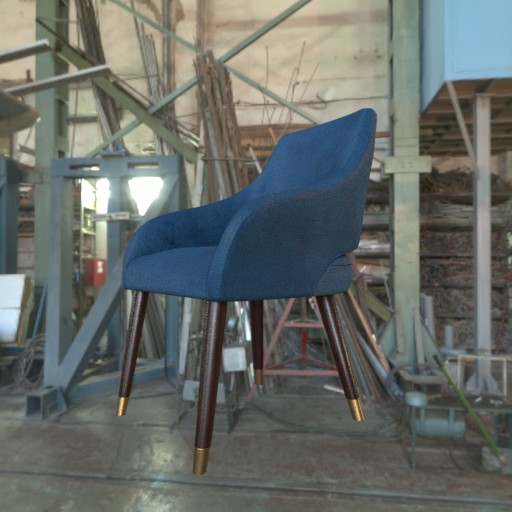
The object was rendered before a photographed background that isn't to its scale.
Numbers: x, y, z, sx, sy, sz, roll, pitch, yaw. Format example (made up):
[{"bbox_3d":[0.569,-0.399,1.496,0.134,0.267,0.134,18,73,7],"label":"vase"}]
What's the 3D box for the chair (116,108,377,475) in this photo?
[{"bbox_3d":[0.000,0.000,1.544,0.794,1.081,0.683,0,-1,-38],"label":"chair"}]
